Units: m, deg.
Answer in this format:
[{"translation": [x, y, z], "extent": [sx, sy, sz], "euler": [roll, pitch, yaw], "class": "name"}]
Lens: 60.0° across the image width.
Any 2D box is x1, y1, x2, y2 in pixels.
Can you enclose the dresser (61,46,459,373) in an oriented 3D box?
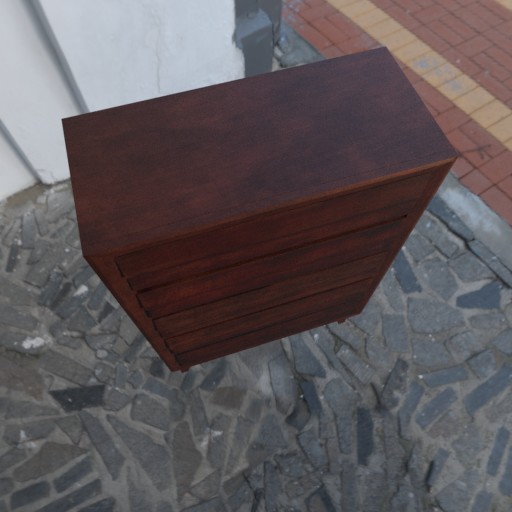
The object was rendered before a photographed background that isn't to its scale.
[{"translation": [0.000, 0.000, 1.975], "extent": [1.072, 1.514, 0.506], "euler": [-16, 64, -8], "class": "dresser"}]
